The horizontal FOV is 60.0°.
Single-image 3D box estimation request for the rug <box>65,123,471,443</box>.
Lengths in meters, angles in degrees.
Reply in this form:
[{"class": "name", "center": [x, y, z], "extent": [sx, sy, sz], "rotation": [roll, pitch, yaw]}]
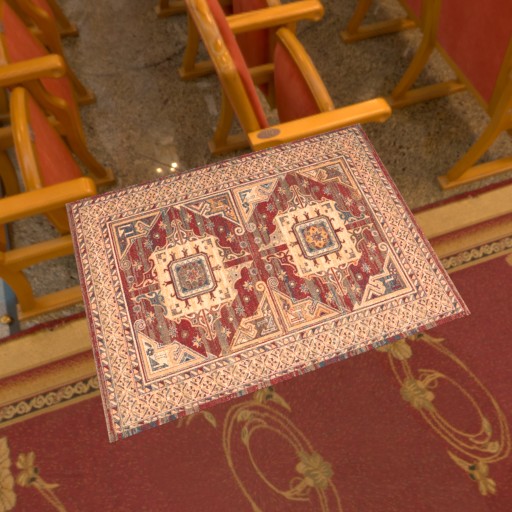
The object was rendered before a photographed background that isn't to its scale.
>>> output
[{"class": "rug", "center": [0.000, 0.000, 2.865], "extent": [2.210, 0.011, 1.599], "rotation": [-17, 65, -8]}]
